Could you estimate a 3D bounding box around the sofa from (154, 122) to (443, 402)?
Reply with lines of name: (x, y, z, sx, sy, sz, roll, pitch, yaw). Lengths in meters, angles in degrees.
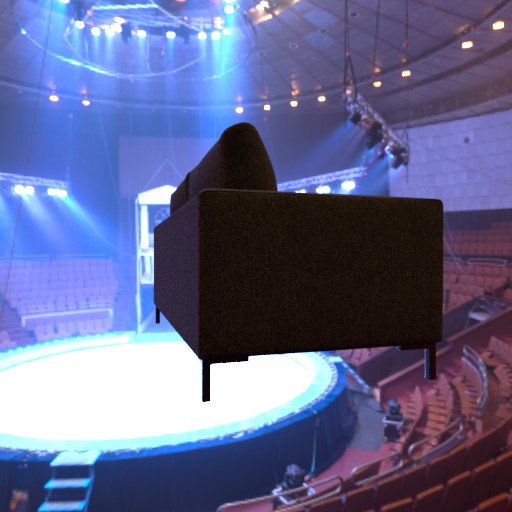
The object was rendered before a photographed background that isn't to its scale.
sofa: (0.000, 0.000, 2.199, 0.866, 0.862, 1.716, 0, 0, -17)
